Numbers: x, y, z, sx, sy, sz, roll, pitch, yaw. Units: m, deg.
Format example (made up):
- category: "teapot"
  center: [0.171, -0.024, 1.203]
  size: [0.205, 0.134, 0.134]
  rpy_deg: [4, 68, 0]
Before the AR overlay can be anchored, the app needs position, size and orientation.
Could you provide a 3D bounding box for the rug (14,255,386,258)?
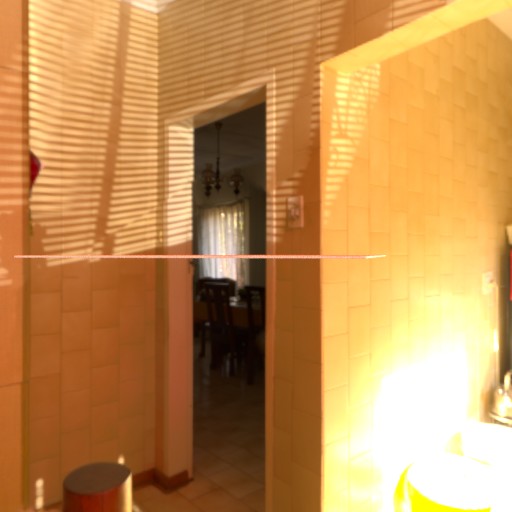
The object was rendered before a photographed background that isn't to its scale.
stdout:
- category: "rug"
  center: [0.000, 0.000, 2.255]
  size: [1.220, 0.007, 1.828]
  rpy_deg: [0, 0, 18]
